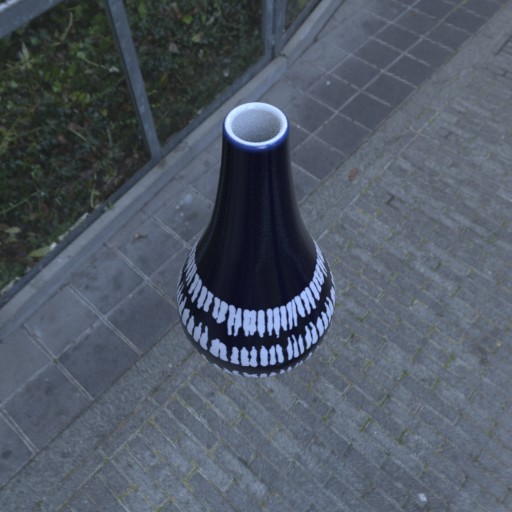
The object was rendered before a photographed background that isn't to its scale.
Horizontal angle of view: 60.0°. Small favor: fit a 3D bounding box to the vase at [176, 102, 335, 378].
[{"bbox_3d":[0.000,0.000,0.382,0.159,0.295,0.159,0,58,0],"label":"vase"}]
